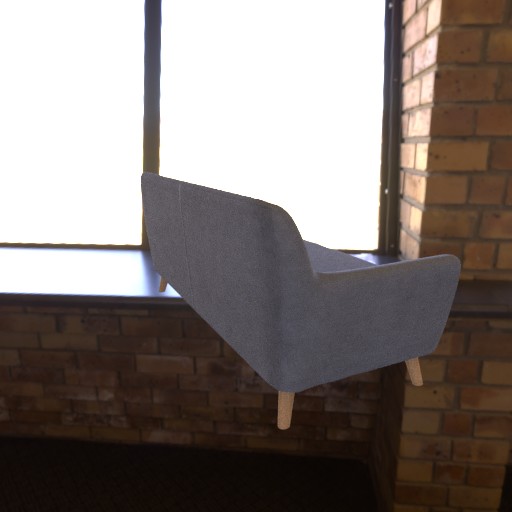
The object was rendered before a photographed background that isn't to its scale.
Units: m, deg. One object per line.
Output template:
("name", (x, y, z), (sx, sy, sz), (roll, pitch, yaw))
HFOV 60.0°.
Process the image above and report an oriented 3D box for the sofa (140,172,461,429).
("sofa", (0.000, 0.000, 2.397), (0.830, 0.830, 1.970), (-7, 16, -26))
